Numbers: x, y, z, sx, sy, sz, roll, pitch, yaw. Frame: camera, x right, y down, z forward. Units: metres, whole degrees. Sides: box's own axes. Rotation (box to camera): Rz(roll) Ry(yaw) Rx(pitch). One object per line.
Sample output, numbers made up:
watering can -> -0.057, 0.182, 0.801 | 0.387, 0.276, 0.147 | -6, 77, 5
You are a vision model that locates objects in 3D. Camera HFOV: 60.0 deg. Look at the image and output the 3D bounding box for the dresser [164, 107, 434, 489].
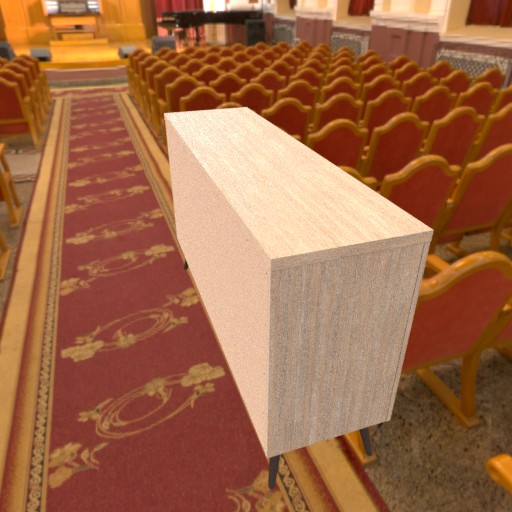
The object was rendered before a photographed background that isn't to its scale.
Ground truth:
dresser -> 0.000, 0.000, 1.913 | 0.457, 0.914, 1.524 | -10, 32, -16
